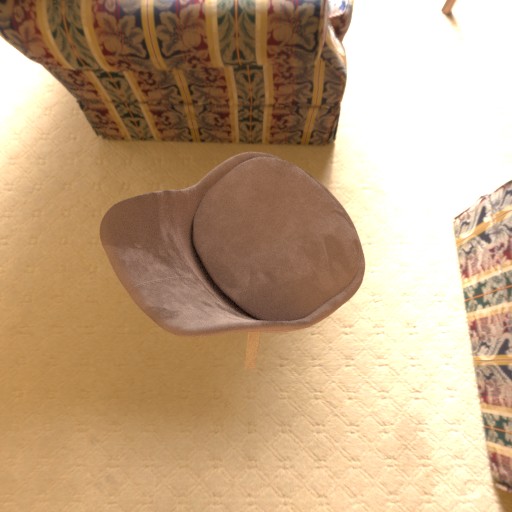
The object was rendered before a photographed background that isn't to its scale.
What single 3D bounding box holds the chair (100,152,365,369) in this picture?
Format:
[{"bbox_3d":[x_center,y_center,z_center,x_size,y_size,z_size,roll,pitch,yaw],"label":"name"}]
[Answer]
[{"bbox_3d":[0.000,0.000,1.184,0.550,0.850,0.485,-37,79,-9],"label":"chair"}]
